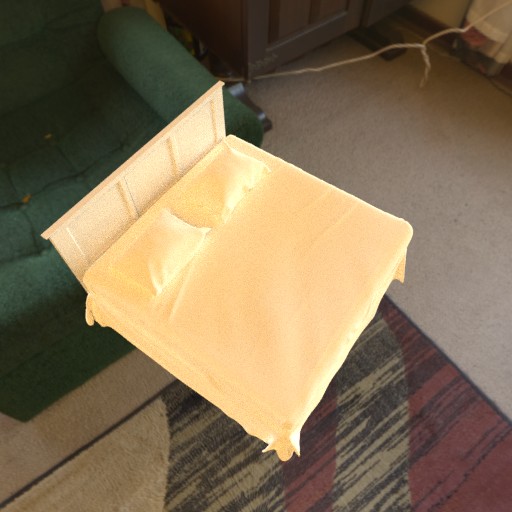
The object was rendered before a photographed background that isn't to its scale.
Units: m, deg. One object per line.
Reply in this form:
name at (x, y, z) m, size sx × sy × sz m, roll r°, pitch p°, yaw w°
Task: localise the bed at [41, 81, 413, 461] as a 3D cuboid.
bed at (0.000, 0.000, 3.676) m, size 2.215 × 1.273 × 2.317 m, roll 31°, pitch 63°, yaw 18°
